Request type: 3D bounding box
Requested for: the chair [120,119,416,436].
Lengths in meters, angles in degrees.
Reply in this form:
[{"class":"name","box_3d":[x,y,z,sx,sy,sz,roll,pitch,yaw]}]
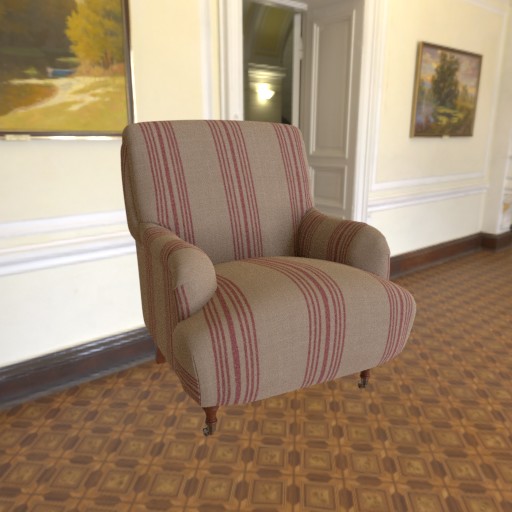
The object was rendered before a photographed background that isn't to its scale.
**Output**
[{"class":"chair","box_3d":[0.000,0.000,1.869,0.933,1.123,1.058,-7,17,-25]}]
